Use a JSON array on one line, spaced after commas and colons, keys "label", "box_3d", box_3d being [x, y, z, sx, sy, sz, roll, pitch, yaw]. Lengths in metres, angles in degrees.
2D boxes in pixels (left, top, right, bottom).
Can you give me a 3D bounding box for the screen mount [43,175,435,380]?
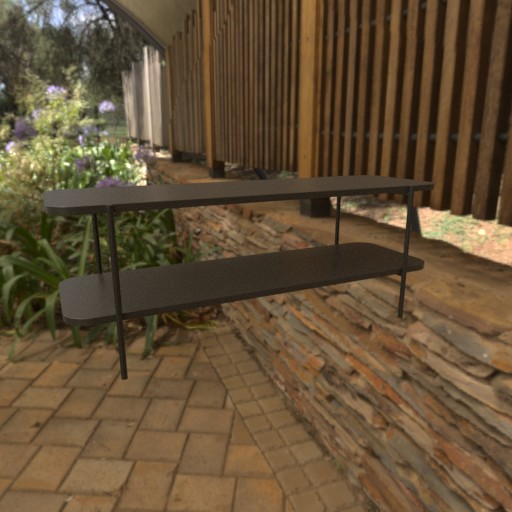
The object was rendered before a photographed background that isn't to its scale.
[{"label": "screen mount", "box_3d": [0.000, 0.000, 1.436, 1.200, 0.447, 0.400, -7, 17, -24]}]
